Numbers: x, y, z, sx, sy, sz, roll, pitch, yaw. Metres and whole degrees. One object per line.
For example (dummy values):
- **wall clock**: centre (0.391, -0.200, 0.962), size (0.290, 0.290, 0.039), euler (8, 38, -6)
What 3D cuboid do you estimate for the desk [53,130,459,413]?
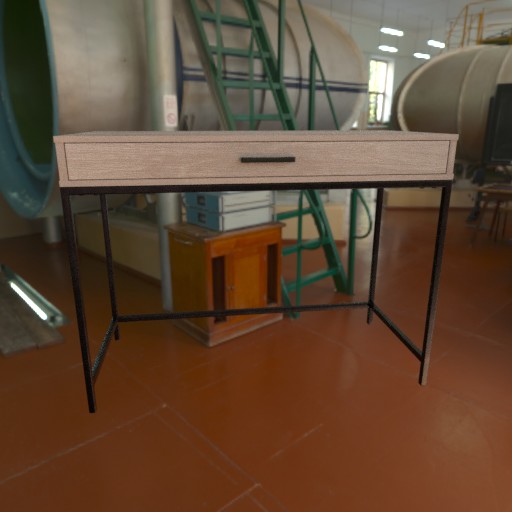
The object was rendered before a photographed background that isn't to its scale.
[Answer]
- **desk**: centre (0.000, 0.000, 1.421), size (1.016, 0.762, 0.470), euler (-2, 17, -7)
